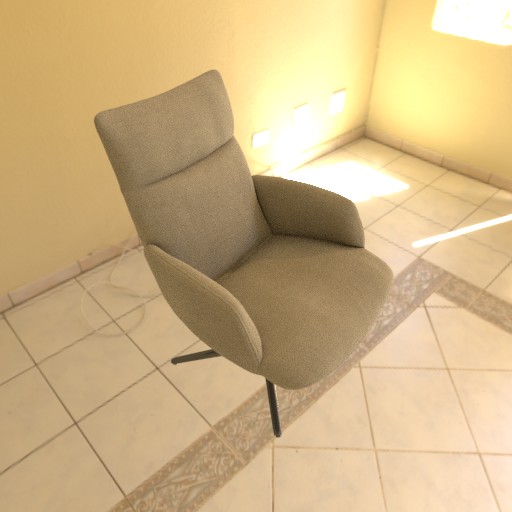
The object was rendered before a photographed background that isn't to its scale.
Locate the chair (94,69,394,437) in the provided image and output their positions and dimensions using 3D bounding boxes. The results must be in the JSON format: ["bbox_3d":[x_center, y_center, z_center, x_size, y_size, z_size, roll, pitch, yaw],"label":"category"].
[{"bbox_3d":[0.000,0.000,1.571,0.889,1.016,0.711,26,46,28],"label":"chair"}]
